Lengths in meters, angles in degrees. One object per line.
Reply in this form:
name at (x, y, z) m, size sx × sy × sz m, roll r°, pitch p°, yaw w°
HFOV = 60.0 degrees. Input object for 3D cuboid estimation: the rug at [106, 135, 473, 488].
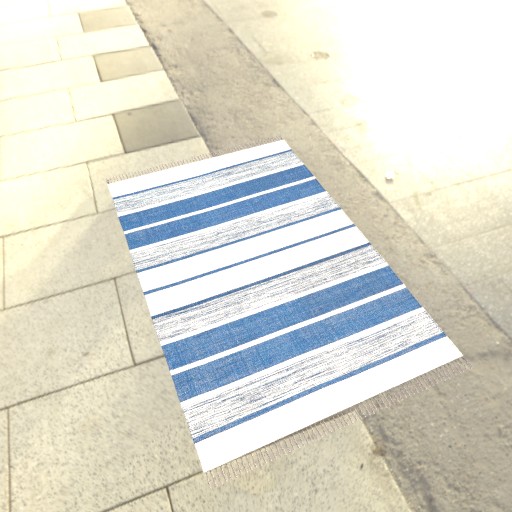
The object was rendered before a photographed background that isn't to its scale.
rug at (0.000, 0.000, 2.958) m, size 1.532 × 0.010 × 2.441 m, roll -18°, pitch 51°, yaw -15°
